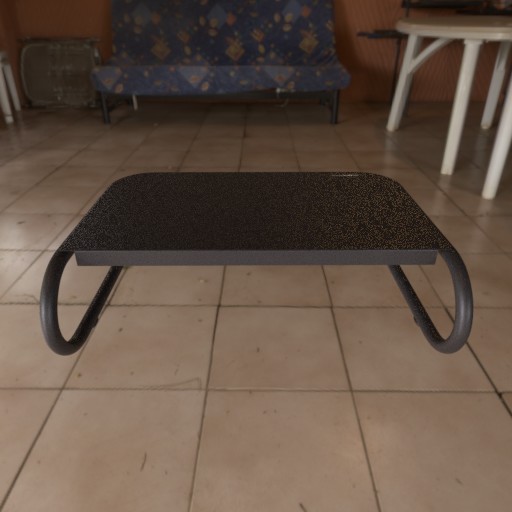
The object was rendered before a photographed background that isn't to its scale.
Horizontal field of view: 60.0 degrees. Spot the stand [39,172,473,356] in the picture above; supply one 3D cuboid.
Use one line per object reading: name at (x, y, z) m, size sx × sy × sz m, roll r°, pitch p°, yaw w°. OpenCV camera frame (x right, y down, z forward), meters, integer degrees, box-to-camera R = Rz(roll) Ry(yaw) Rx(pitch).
stand at (0.000, 0.000, 0.500) m, size 0.370 × 0.108 × 0.280 m, roll 0°, pitch 29°, yaw 0°
